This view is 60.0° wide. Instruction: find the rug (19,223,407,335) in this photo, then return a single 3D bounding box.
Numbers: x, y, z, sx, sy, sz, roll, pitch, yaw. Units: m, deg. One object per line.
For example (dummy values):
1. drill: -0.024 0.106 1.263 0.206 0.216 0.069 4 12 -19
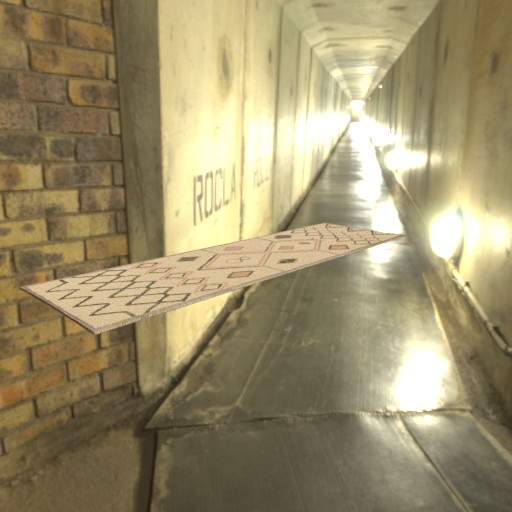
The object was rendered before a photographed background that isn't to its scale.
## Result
1. rug: 0.000 0.000 2.682 0.750 0.011 2.435 13 19 42
